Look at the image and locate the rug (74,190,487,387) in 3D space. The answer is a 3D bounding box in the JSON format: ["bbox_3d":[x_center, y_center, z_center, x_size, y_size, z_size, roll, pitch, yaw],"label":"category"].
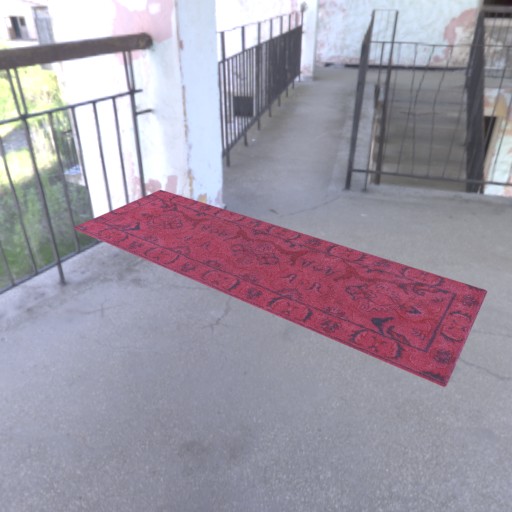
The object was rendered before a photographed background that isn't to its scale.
[{"bbox_3d":[0.000,0.000,2.672,2.439,0.018,0.813,20,36,30],"label":"rug"}]
